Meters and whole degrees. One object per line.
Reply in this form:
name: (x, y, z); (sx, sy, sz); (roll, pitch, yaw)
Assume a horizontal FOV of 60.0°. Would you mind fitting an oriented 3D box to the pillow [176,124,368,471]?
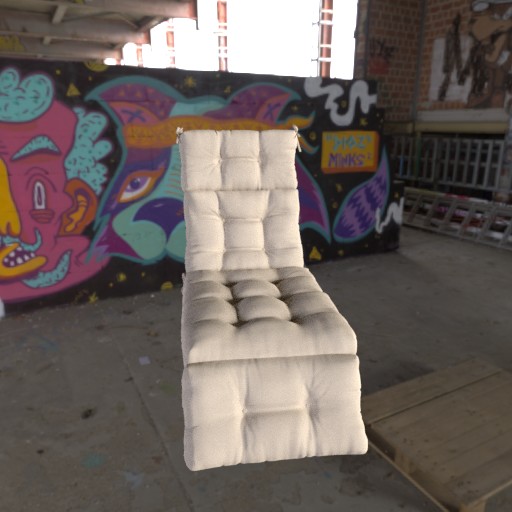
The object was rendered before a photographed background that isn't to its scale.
pillow: (0.000, 0.000, 1.502); (0.526, 0.863, 1.016); (-2, 16, -8)
